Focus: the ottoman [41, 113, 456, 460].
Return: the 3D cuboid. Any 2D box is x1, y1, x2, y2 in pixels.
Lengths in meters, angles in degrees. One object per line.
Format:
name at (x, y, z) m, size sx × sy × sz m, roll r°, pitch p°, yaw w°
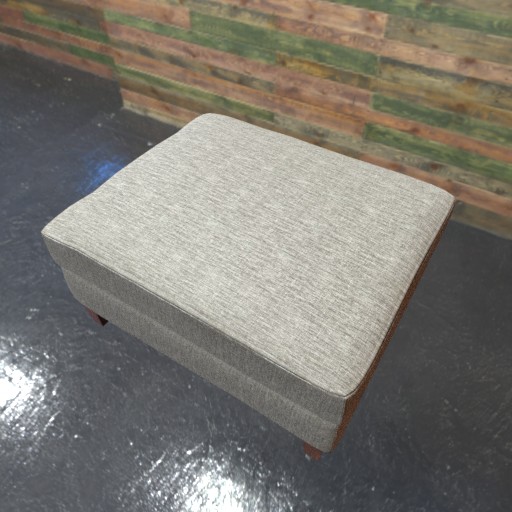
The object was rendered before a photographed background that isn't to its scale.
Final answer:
ottoman at (0.000, 0.000, 1.469) m, size 0.994 × 0.492 × 0.839 m, roll 25°, pitch 51°, yaw 22°
